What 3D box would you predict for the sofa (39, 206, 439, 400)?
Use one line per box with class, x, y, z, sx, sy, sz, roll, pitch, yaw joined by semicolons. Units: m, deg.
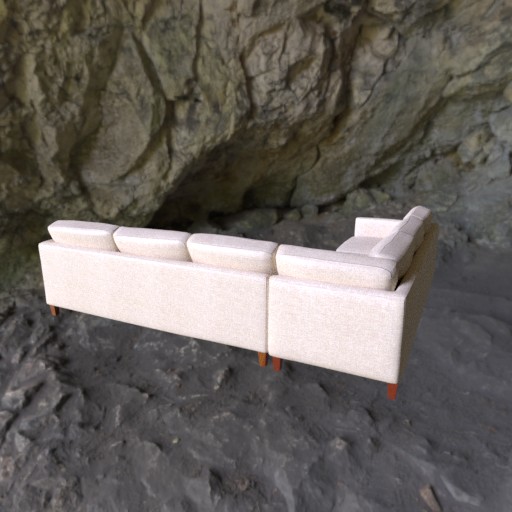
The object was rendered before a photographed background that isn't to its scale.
sofa;0.000;0.000;4.545;3.302;0.947;2.593;7;17;25
